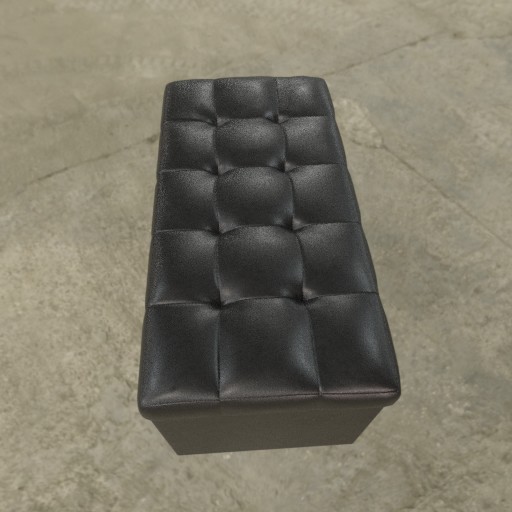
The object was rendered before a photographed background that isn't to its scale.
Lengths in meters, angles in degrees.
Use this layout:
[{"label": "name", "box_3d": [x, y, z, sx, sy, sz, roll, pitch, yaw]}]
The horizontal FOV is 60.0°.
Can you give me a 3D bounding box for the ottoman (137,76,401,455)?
[{"label": "ottoman", "box_3d": [0.000, 0.000, 1.084, 0.432, 0.470, 0.838, -3, 56, -2]}]
